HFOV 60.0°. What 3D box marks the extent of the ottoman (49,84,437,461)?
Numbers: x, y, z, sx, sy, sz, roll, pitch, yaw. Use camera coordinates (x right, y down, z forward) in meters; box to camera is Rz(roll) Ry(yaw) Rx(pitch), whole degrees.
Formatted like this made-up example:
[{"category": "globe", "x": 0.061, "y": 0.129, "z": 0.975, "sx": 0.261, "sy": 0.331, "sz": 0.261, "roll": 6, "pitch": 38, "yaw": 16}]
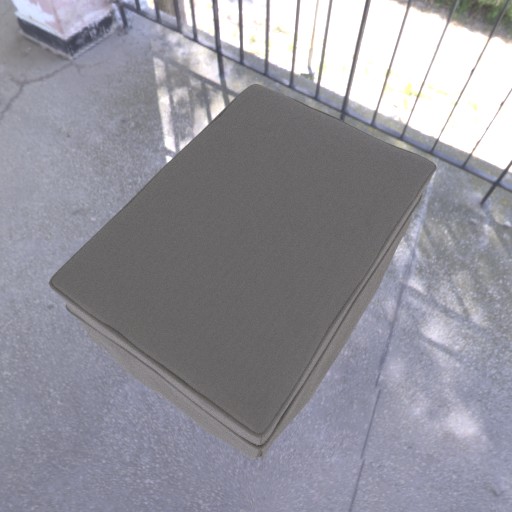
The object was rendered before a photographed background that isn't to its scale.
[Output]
[{"category": "ottoman", "x": 0.000, "y": 0.000, "z": 1.338, "sx": 0.703, "sy": 0.479, "sz": 0.944, "roll": 31, "pitch": 64, "yaw": 16}]
